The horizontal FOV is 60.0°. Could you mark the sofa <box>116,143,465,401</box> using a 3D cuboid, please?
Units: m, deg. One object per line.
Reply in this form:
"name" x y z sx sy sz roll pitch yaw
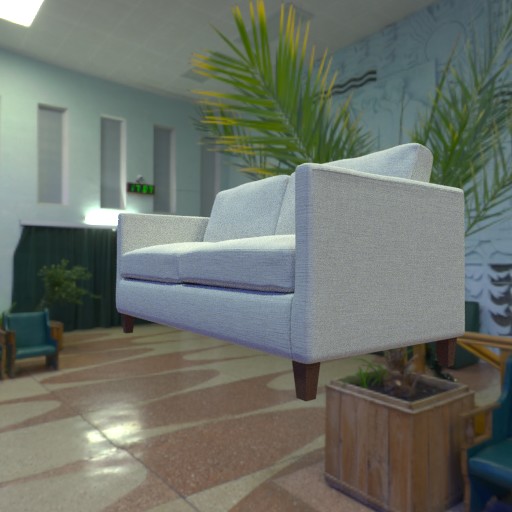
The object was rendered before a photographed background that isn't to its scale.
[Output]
"sofa" 0.000 0.000 2.384 0.950 0.963 1.838 1 -1 -36
